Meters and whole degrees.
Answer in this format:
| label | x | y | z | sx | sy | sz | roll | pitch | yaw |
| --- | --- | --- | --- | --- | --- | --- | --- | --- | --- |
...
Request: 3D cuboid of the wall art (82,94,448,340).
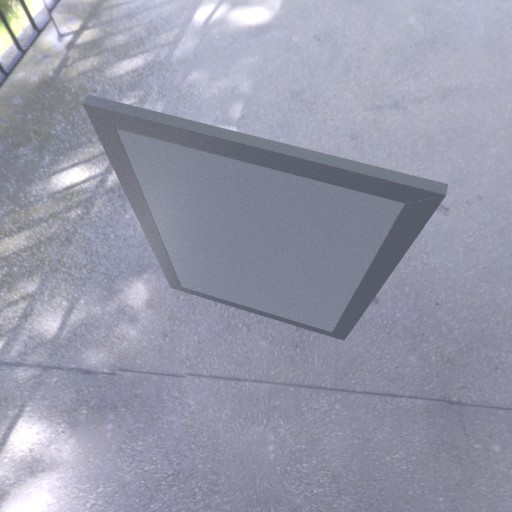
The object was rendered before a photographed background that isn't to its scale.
| label | x | y | z | sx | sy | sz | roll | pitch | yaw |
| --- | --- | --- | --- | --- | --- | --- | --- | --- | --- |
| wall art | 0.000 | 0.000 | 0.678 | 0.376 | 0.529 | 0.013 | 16 | 66 | 7 |
